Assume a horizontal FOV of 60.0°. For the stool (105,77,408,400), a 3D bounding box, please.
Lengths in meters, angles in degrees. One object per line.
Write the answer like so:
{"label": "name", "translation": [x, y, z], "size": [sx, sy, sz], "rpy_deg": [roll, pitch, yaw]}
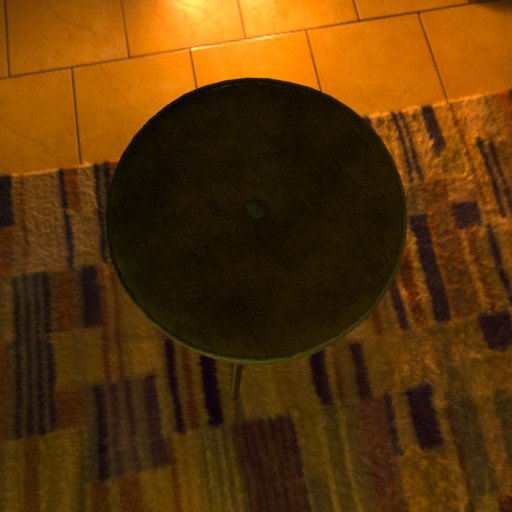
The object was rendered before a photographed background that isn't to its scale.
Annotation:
{"label": "stool", "translation": [0.000, 0.000, 0.894], "size": [0.430, 0.595, 0.457], "rpy_deg": [-30, 77, -7]}
